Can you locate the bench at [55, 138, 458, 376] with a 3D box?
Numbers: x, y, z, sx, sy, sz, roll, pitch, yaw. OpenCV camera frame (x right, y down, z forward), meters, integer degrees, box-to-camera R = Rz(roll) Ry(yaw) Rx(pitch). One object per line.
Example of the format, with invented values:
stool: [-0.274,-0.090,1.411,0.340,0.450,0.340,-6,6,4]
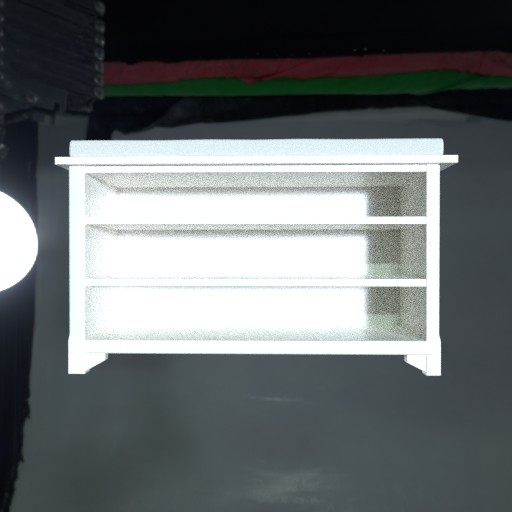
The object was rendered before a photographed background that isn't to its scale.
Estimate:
bench: [0.000,0.000,1.259,0.987,0.589,0.346,0,0,1]
